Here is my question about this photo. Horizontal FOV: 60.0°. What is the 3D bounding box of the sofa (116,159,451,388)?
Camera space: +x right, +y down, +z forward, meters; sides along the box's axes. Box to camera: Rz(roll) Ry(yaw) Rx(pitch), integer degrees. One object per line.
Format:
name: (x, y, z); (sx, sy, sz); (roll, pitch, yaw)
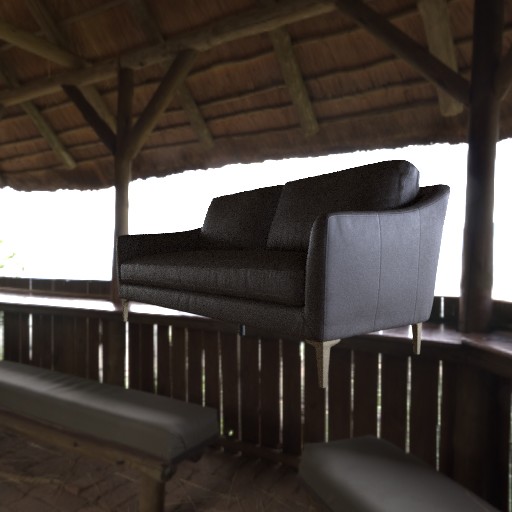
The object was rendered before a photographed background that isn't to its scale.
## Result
sofa: (0.000, 0.000, 2.542); (0.960, 0.902, 2.036); (0, 0, -36)
